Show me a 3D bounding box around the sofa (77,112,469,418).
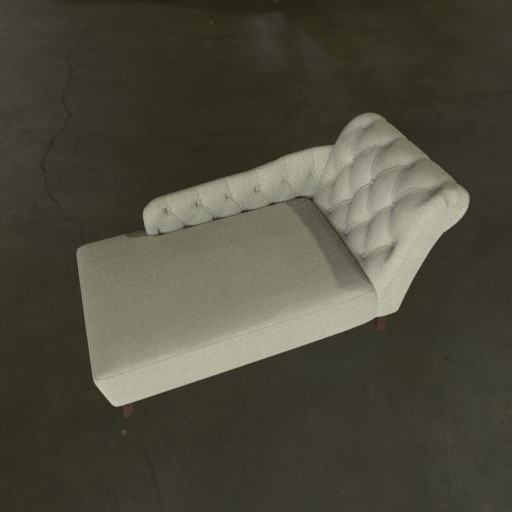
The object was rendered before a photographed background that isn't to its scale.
[{"bbox_3d":[0.000,0.000,1.806,1.379,0.787,0.675,-15,48,-14],"label":"sofa"}]
